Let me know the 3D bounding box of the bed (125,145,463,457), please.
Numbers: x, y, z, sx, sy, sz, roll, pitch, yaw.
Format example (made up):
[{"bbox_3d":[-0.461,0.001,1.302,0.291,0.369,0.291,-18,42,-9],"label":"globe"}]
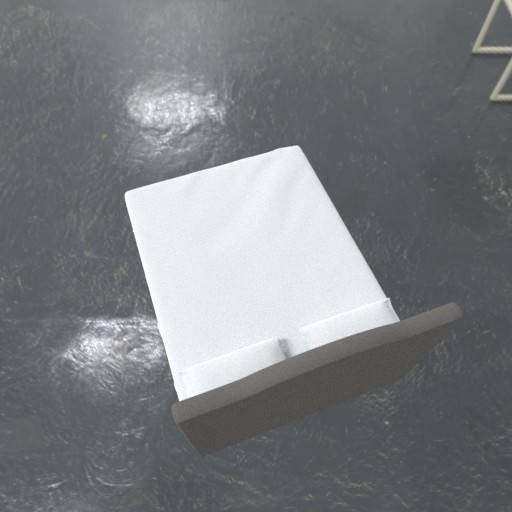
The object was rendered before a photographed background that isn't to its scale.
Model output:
[{"bbox_3d":[0.000,0.000,3.456,1.821,1.436,2.282,-17,60,-10],"label":"bed"}]
